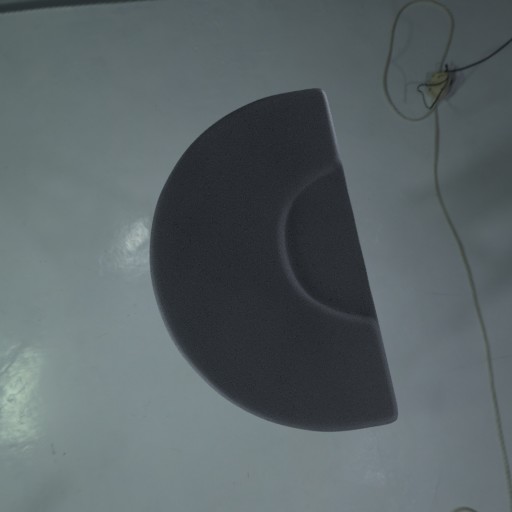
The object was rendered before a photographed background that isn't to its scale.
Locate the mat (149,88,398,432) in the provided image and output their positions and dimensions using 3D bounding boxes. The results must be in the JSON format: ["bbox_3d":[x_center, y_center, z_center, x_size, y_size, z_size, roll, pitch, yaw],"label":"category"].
[{"bbox_3d":[0.000,0.000,1.912,0.917,0.016,1.525,-9,77,-2],"label":"mat"}]
